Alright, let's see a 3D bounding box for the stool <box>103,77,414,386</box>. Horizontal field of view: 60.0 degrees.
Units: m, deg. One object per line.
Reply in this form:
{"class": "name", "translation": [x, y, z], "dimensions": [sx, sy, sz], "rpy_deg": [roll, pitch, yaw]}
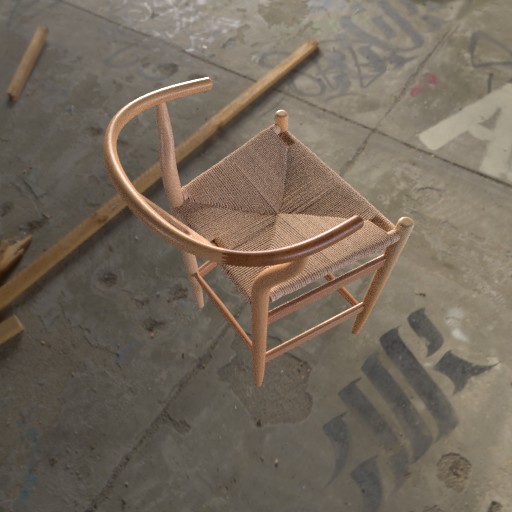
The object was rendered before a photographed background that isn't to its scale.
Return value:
{"class": "stool", "translation": [0.000, 0.000, 1.241], "dimensions": [0.575, 0.923, 0.536], "rpy_deg": [-32, 63, -19]}
